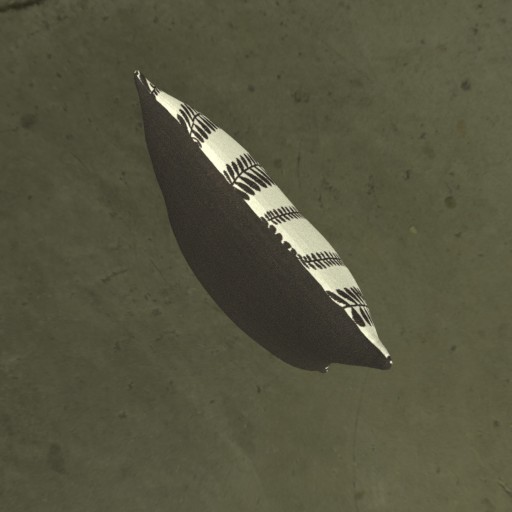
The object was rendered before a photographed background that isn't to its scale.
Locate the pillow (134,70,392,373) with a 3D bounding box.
[{"bbox_3d":[0.000,0.000,0.675,0.182,0.441,0.440,-38,79,-9],"label":"pillow"}]
